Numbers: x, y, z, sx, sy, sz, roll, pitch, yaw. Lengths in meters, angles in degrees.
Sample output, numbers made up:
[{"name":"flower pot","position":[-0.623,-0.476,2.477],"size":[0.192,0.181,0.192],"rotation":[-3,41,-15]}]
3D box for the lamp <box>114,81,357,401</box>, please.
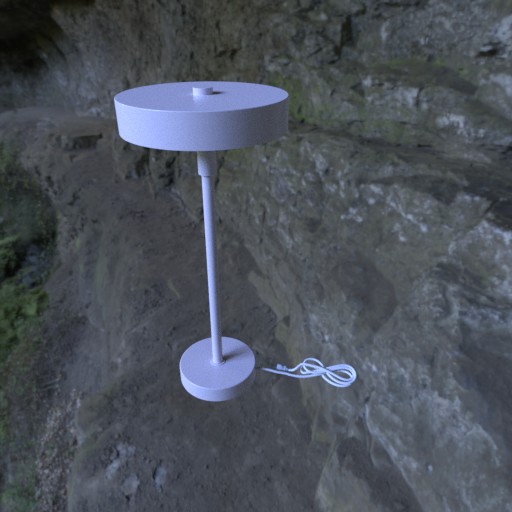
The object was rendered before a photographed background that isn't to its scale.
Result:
[{"name":"lamp","position":[0.000,0.000,0.707],"size":[0.369,0.508,0.229],"rotation":[1,29,3]}]
